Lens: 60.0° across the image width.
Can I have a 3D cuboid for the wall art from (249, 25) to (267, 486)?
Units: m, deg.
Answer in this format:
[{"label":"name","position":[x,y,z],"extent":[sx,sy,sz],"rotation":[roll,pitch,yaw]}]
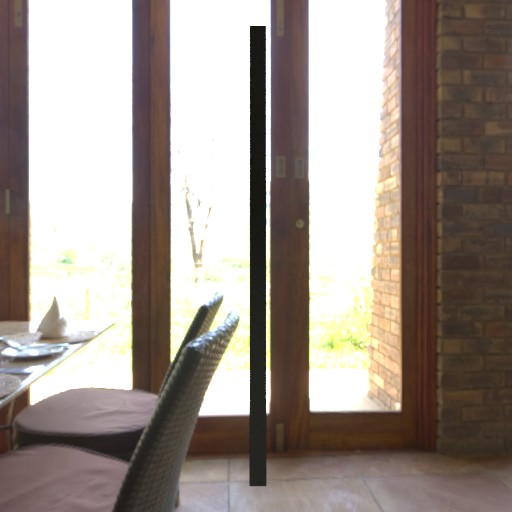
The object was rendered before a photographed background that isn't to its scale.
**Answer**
[{"label":"wall art","position":[0.000,0.000,1.422],"extent":[0.039,1.061,0.804],"rotation":[0,0,-1]}]
